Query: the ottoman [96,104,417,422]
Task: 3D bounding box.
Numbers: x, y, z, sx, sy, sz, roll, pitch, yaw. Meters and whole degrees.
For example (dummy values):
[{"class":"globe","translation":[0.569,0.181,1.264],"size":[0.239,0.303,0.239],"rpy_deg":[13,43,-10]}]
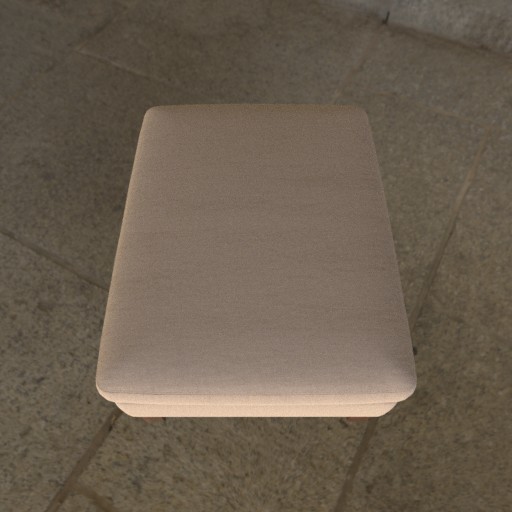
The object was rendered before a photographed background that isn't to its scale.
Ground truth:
[{"class":"ottoman","translation":[0.000,0.000,1.110],"size":[0.606,0.420,0.771],"rpy_deg":[0,59,0]}]
